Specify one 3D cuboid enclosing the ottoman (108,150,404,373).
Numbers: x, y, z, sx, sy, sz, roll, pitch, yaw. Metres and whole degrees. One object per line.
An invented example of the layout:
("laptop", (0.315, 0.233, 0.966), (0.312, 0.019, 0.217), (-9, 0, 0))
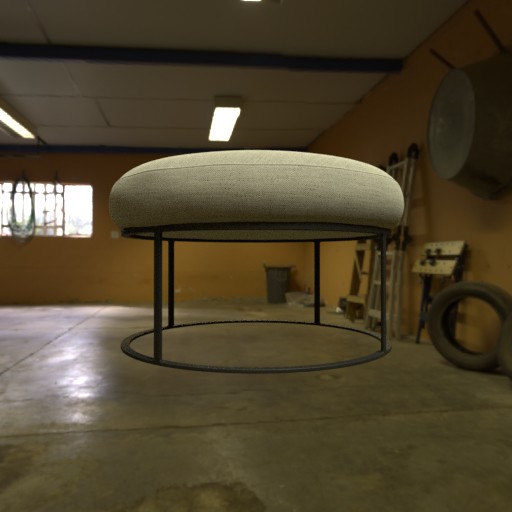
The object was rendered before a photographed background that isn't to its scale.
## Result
("ottoman", (0.000, 0.000, 1.209), (0.769, 0.459, 0.769), (0, 0, 0))
